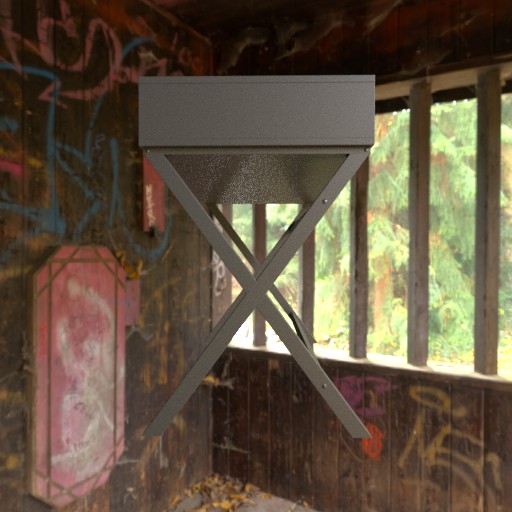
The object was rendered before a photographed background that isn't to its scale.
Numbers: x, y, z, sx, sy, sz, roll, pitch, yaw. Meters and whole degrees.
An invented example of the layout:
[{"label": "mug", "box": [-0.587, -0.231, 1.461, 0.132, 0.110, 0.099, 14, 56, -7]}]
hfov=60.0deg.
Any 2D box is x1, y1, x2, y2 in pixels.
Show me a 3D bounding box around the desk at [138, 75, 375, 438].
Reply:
[{"label": "desk", "box": [0.000, 0.000, 1.477, 0.525, 0.780, 1.057, 0, 1, 1]}]
